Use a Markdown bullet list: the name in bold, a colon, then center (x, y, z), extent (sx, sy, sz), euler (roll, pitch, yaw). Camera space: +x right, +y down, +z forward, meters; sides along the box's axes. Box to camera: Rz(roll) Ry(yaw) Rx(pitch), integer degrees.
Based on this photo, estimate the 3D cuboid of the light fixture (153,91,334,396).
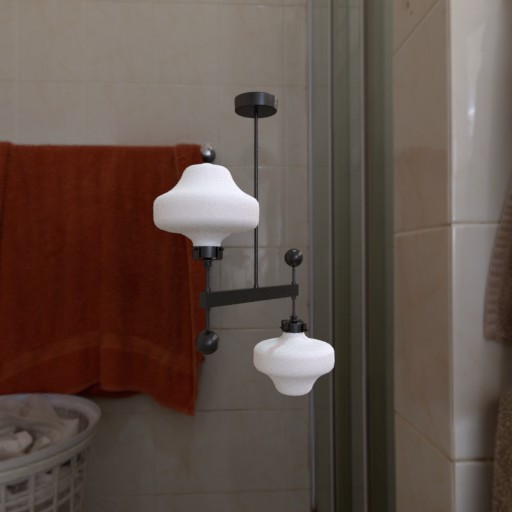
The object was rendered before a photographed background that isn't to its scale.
- **light fixture**: center (0.000, 0.000, 1.051), extent (0.422, 0.743, 0.489), euler (0, 0, -1)
